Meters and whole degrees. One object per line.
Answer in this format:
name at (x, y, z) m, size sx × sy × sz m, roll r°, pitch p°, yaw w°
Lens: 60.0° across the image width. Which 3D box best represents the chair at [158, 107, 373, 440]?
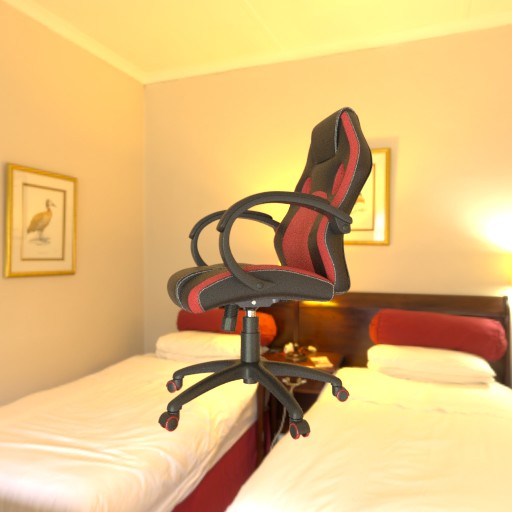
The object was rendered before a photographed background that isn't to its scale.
chair at (0.000, 0.000, 1.762) m, size 0.783 × 1.189 × 0.750 m, roll 0°, pitch 0°, yaw -17°
